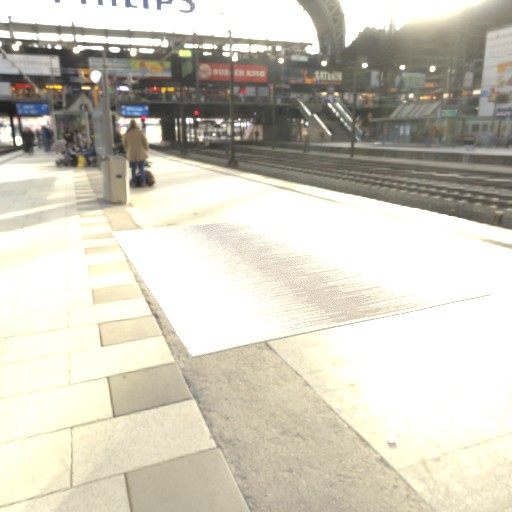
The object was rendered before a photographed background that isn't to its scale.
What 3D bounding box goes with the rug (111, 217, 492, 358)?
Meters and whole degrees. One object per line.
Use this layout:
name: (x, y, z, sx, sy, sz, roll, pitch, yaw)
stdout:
rug: (0.000, 0.000, 2.296, 1.226, 0.007, 1.815, -7, 17, -24)
